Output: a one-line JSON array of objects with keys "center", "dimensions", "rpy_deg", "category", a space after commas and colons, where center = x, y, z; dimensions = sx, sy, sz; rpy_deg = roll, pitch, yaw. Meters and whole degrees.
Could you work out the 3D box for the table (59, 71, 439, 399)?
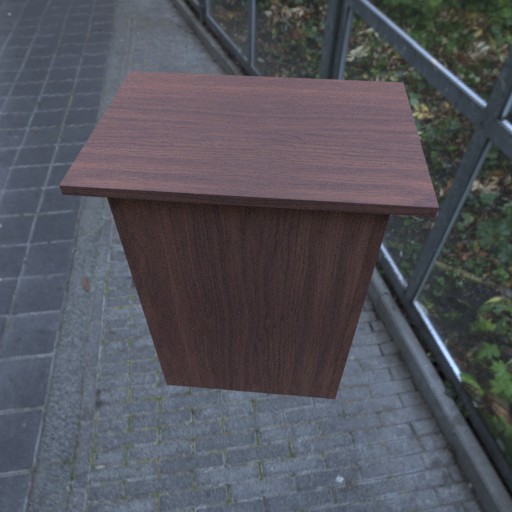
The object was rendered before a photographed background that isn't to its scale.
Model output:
[{"center": [0.000, 0.000, 1.082], "dimensions": [0.589, 0.711, 0.406], "rpy_deg": [4, 47, 4], "category": "table"}]
